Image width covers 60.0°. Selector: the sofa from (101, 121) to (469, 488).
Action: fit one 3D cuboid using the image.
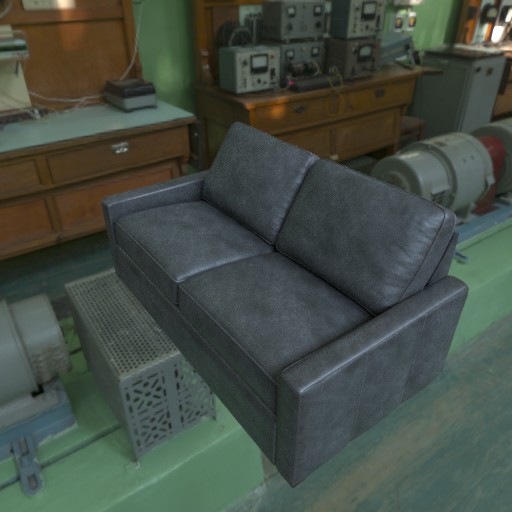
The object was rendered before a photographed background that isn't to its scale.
[{"bbox_3d":[0.000,0.000,2.216,0.939,0.916,1.732,-22,39,-30],"label":"sofa"}]
